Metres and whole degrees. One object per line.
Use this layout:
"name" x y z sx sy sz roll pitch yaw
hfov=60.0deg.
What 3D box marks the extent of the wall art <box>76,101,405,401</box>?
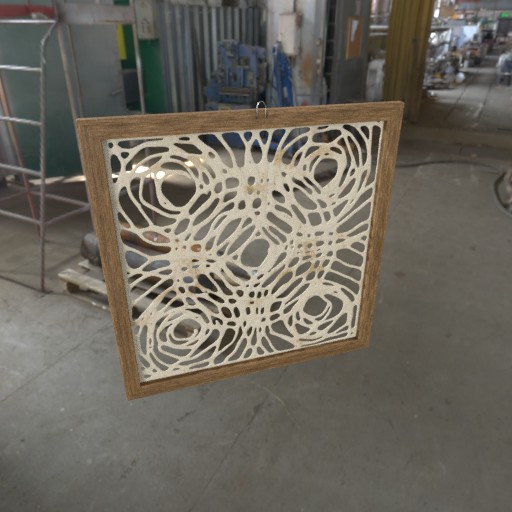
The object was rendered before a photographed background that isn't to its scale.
"wall art" 0.000 0.000 0.859 0.561 0.576 0.021 -8 29 -16
